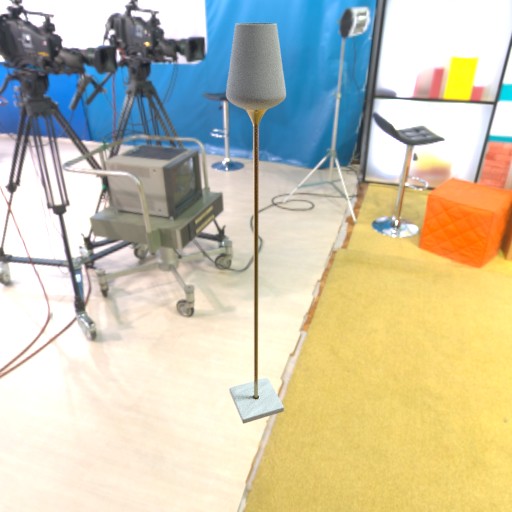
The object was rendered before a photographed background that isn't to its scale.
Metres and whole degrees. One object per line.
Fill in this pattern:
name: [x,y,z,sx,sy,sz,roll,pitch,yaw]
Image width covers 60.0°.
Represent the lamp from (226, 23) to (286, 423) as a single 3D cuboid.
lamp: [0.000,0.000,1.952,0.229,1.813,0.232,-10,31,-18]
